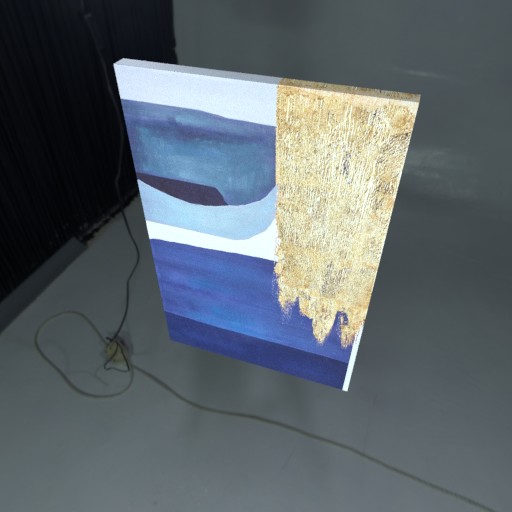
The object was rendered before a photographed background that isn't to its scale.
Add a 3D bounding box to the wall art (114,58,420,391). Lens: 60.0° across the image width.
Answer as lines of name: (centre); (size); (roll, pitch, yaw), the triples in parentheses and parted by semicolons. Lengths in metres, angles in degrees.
wall art: (0.000, 0.000, 1.153); (0.607, 0.911, 0.039); (13, 43, 14)
